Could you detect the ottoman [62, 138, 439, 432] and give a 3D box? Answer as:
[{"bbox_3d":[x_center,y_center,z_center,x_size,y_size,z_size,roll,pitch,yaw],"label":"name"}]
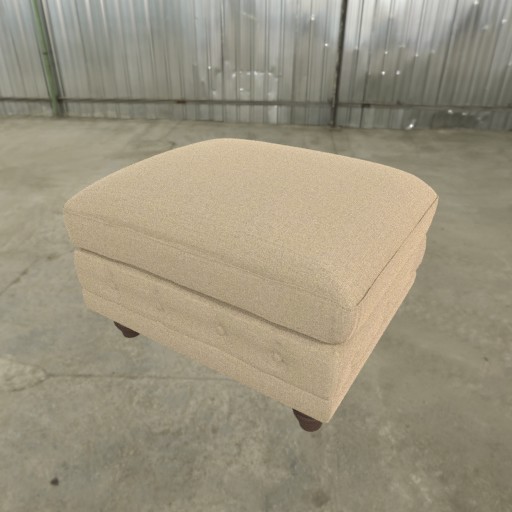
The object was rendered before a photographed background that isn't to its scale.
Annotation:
[{"bbox_3d":[0.000,0.000,1.059,0.684,0.463,0.541,18,34,29],"label":"ottoman"}]
